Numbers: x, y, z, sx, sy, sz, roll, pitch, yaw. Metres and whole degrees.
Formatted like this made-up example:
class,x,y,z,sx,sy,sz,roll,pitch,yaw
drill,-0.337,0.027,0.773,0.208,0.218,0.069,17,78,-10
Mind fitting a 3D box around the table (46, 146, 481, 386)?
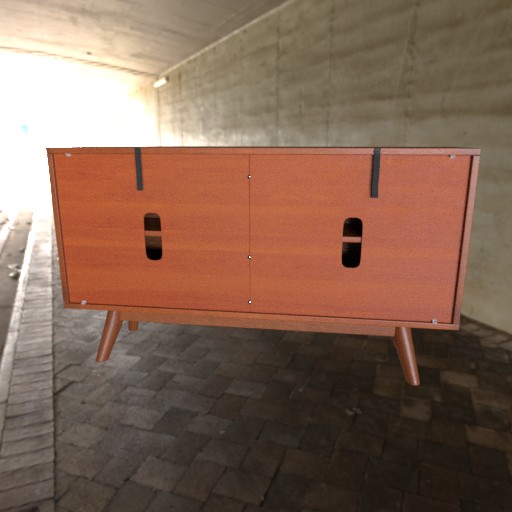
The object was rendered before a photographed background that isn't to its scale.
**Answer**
class,x,y,z,sx,sy,sz,roll,pitch,yaw
table,0.000,0.000,1.458,1.220,0.698,0.308,2,15,8
